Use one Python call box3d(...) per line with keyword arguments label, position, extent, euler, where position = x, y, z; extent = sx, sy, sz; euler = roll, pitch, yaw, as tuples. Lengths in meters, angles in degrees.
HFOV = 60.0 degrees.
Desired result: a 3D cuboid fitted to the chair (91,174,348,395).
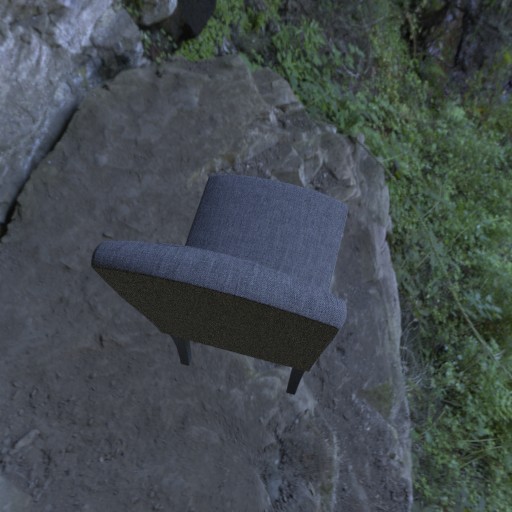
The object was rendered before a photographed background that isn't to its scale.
box3d(label="chair", position=(0.000, 0.000, 1.227), extent=(0.451, 0.917, 0.580), euler=(13, 65, 7))
